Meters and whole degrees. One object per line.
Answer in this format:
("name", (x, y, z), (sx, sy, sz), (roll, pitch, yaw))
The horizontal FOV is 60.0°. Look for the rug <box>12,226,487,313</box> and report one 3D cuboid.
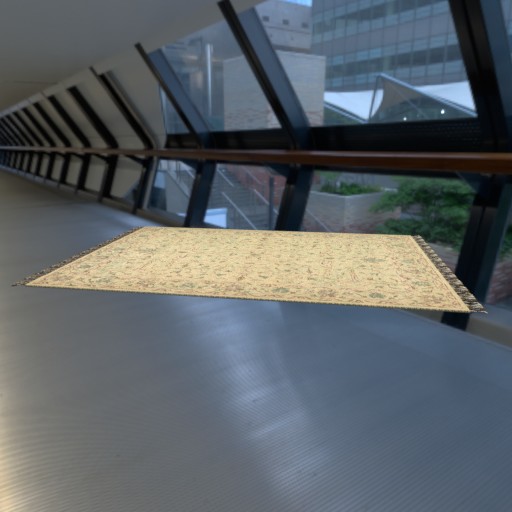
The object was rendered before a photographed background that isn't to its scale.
("rug", (0.000, 0.000, 2.226), (1.802, 0.008, 1.247), (2, 15, 9))
